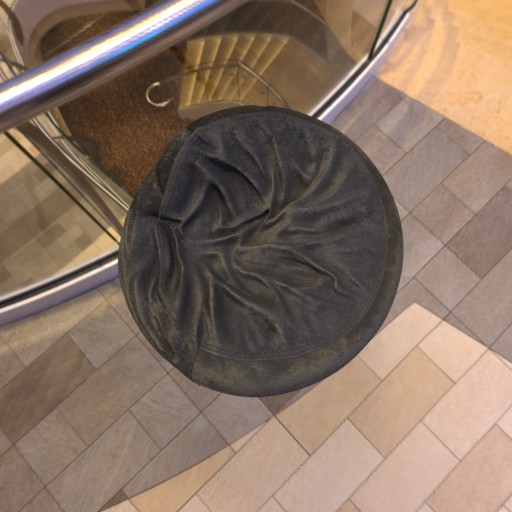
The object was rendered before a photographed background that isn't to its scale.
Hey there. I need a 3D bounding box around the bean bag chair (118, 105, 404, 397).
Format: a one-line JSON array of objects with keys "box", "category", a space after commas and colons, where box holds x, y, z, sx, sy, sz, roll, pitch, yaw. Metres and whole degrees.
[{"box": [0.000, 0.000, 1.525, 0.918, 0.605, 0.918, 0, 75, 0], "category": "bean bag chair"}]
